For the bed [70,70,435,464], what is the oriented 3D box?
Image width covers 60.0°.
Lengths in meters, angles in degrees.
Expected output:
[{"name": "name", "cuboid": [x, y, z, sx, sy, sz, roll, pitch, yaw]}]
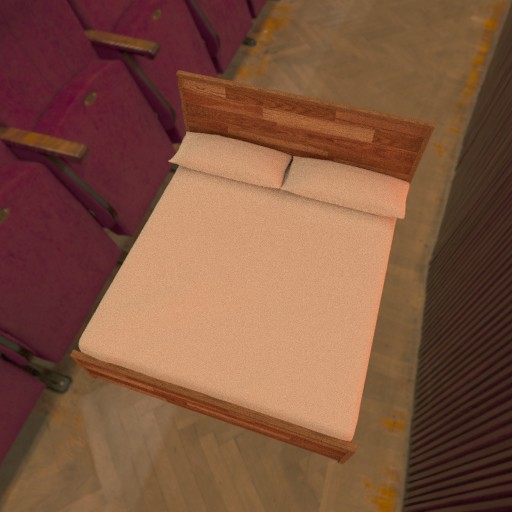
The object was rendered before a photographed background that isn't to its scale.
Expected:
[{"name": "bed", "cuboid": [0.000, 0.000, 3.348, 2.013, 1.295, 2.184, 15, 58, 10]}]
